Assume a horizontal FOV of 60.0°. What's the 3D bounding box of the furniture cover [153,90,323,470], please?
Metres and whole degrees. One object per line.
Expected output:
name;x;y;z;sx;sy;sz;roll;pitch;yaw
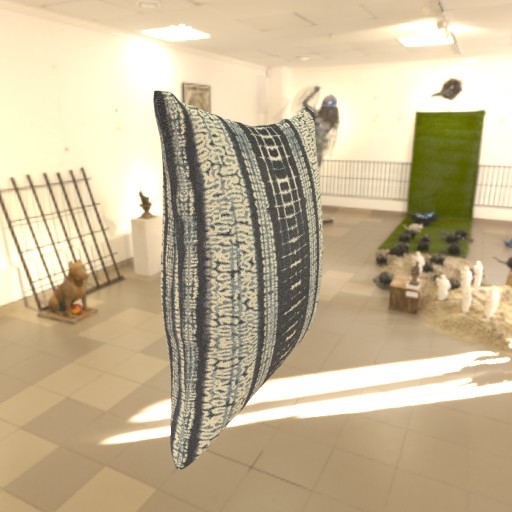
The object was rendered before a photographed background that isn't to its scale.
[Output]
furniture cover;0.000;0.000;0.656;0.133;0.435;0.425;8;18;25
